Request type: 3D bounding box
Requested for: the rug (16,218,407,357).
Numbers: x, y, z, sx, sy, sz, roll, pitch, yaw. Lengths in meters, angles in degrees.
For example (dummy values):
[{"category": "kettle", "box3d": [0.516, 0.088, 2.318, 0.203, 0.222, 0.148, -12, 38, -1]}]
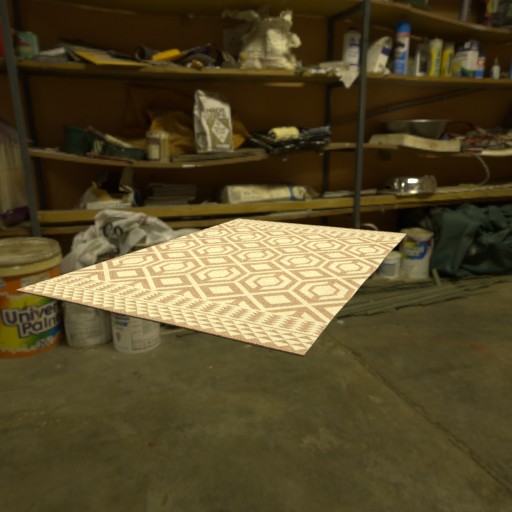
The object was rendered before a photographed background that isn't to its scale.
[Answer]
[{"category": "rug", "box3d": [0.000, 0.000, 2.287, 1.219, 0.008, 1.829, 7, 16, 26]}]
